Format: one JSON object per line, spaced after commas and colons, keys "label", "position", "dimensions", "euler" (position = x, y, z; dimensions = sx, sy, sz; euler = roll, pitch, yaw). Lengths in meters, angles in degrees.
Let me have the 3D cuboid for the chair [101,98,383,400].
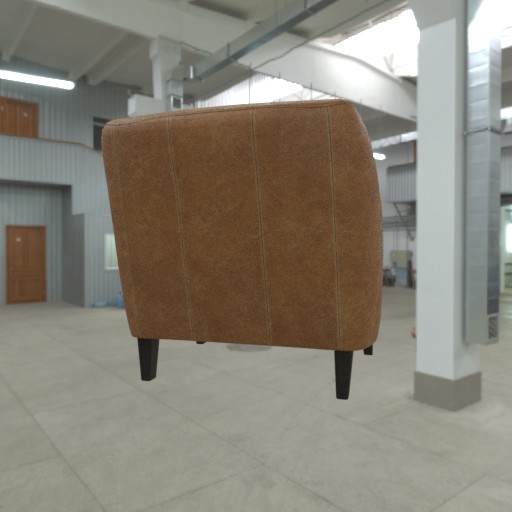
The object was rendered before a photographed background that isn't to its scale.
{"label": "chair", "position": [0.000, 0.000, 1.884], "dimensions": [1.037, 0.980, 1.034], "euler": [0, 1, 16]}
